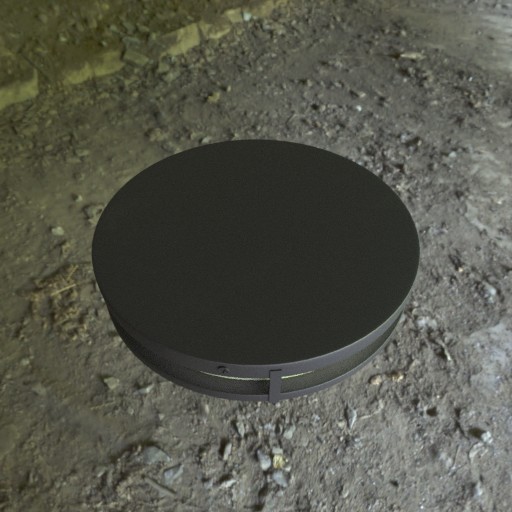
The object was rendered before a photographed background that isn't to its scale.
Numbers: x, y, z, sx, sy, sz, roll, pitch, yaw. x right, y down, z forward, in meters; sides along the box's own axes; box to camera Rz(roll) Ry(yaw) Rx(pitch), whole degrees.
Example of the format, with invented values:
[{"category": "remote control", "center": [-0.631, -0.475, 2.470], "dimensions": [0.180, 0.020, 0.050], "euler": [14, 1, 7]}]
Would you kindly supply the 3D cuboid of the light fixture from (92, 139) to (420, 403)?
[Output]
[{"category": "light fixture", "center": [0.000, 0.000, 0.528], "dimensions": [0.356, 0.102, 0.356], "euler": [0, 46, 0]}]
